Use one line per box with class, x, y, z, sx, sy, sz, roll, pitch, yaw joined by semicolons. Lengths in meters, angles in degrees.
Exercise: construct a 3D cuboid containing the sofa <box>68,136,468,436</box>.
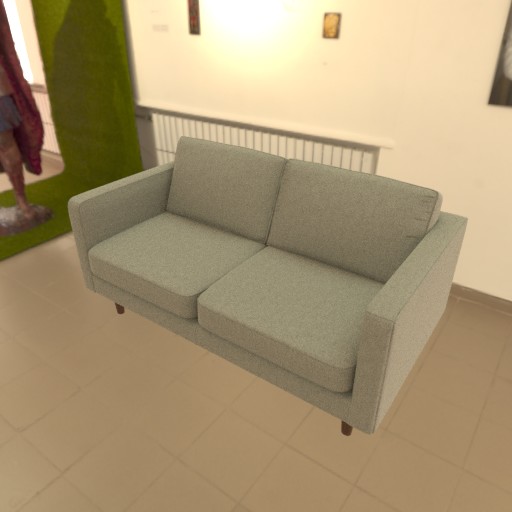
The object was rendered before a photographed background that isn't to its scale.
sofa;0.000;0.000;2.278;1.731;0.900;1.000;19;35;30
